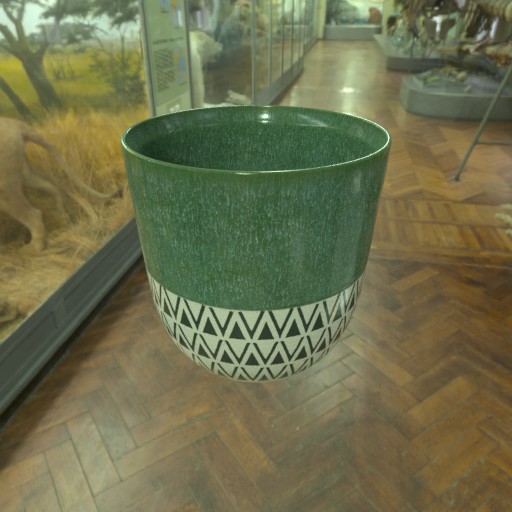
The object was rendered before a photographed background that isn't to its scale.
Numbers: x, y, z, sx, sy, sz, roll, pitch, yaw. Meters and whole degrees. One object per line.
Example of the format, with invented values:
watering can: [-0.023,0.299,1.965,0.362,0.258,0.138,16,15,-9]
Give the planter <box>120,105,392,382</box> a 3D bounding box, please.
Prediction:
planter: [0.000,0.000,0.381,0.195,0.214,0.195,0,29,0]
